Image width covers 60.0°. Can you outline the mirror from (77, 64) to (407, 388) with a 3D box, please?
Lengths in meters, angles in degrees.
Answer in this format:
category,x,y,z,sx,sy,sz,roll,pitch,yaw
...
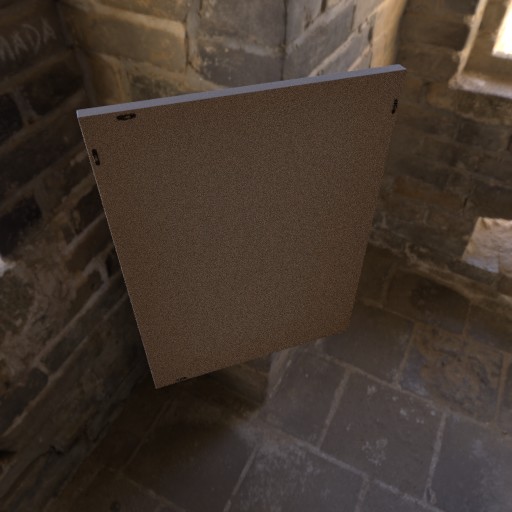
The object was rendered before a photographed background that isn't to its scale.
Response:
category,x,y,z,sx,sy,sz,roll,pitch,yaw
mirror,0.000,0.000,1.330,0.762,1.016,0.041,-14,45,-14
